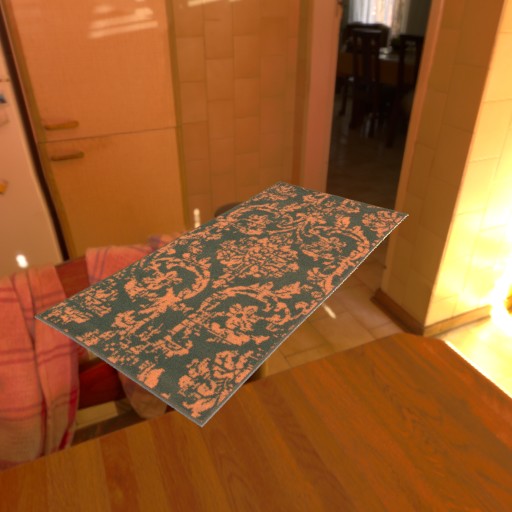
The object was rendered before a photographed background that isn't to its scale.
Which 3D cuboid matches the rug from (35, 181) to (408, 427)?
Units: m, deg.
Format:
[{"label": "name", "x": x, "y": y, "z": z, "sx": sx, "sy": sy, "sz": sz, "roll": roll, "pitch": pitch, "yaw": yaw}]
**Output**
[{"label": "rug", "x": 0.000, "y": 0.000, "z": 1.468, "sx": 0.604, "sy": 0.007, "sz": 1.219, "roll": 20, "pitch": 36, "yaw": 30}]
